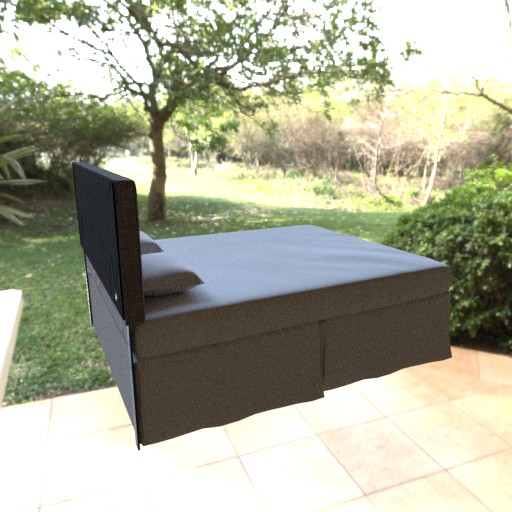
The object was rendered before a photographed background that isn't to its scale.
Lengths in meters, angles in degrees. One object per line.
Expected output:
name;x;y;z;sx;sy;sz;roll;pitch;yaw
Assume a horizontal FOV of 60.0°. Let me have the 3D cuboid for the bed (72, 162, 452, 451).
bed;0.000;0.000;2.866;1.958;1.168;1.621;-7;16;-26
